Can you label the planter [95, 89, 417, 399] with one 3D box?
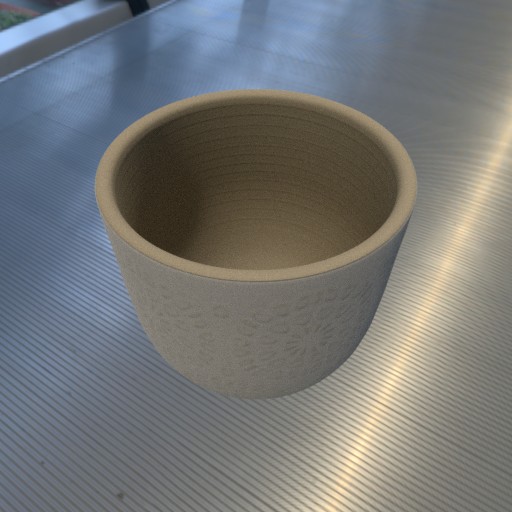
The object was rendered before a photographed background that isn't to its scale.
[{"bbox_3d":[0.000,0.000,0.215,0.124,0.109,0.124,0,47,0],"label":"planter"}]
